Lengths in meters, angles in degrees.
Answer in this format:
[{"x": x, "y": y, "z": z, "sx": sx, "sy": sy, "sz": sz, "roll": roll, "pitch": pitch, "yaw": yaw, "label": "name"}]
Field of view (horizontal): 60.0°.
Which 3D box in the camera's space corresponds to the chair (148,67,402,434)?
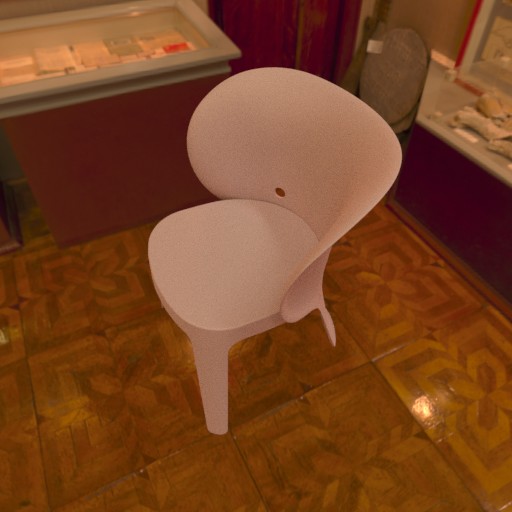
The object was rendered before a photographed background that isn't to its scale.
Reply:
[{"x": 0.000, "y": 0.000, "z": 0.864, "sx": 0.402, "sy": 0.554, "sz": 0.451, "roll": -18, "pitch": 49, "yaw": -16, "label": "chair"}]
